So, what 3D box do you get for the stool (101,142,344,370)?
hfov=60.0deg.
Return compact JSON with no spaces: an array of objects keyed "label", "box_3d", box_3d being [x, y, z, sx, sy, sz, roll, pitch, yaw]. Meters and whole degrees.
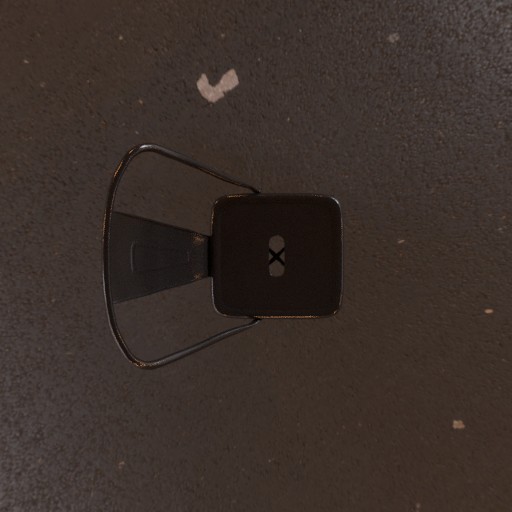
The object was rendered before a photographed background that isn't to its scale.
[{"label":"stool","box_3d":[0.000,0.000,1.281,0.528,1.022,0.432,0,90,1]}]
